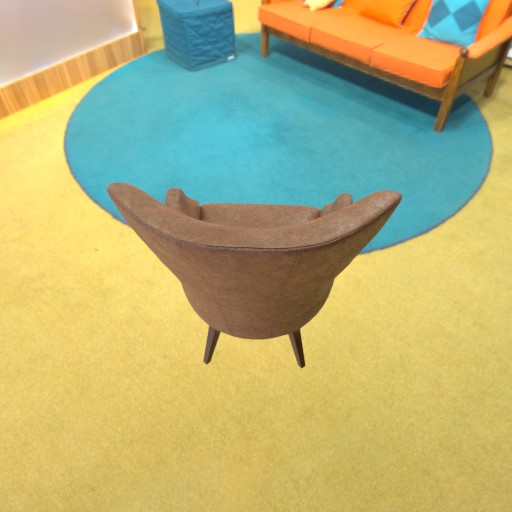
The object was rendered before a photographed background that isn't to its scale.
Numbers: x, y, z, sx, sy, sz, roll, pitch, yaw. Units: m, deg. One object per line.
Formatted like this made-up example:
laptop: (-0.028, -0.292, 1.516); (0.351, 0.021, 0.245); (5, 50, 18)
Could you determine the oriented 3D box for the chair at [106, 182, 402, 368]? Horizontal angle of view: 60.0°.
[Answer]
chair: (0.000, 0.000, 1.747); (0.846, 1.067, 0.955); (2, 47, 2)
